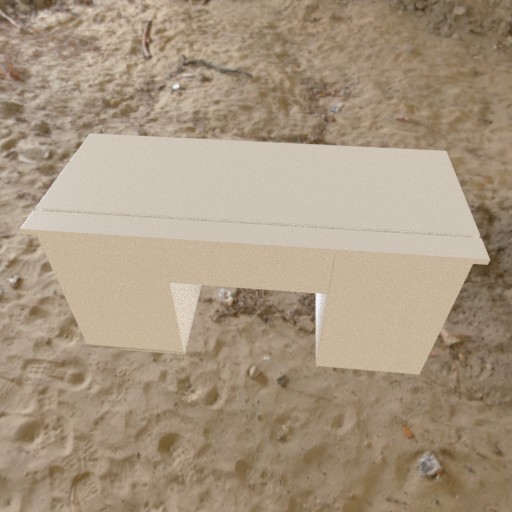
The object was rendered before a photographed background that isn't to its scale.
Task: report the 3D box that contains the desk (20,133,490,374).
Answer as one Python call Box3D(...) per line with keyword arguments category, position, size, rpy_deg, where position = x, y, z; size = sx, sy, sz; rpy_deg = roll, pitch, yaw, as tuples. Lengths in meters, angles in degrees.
Box3D(category="desk", position=(0.000, 0.000, 1.985), size=(1.580, 0.760, 0.670), rpy_deg=(4, 44, 4))
